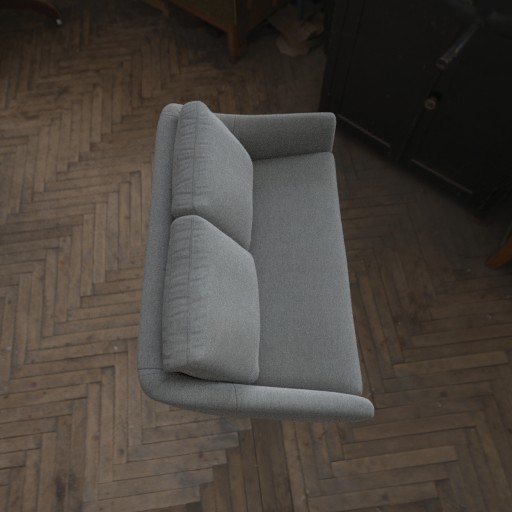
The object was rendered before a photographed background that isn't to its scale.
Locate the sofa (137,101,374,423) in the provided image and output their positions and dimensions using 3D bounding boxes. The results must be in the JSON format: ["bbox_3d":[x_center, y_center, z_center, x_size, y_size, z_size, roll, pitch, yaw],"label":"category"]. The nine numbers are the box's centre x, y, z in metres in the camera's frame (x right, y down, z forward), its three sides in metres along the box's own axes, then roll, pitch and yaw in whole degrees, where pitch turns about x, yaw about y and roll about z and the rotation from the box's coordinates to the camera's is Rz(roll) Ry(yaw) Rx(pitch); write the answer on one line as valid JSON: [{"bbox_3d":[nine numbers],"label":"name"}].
[{"bbox_3d":[0.000,0.000,2.266,0.960,0.904,1.619,-1,65,-1],"label":"sofa"}]
